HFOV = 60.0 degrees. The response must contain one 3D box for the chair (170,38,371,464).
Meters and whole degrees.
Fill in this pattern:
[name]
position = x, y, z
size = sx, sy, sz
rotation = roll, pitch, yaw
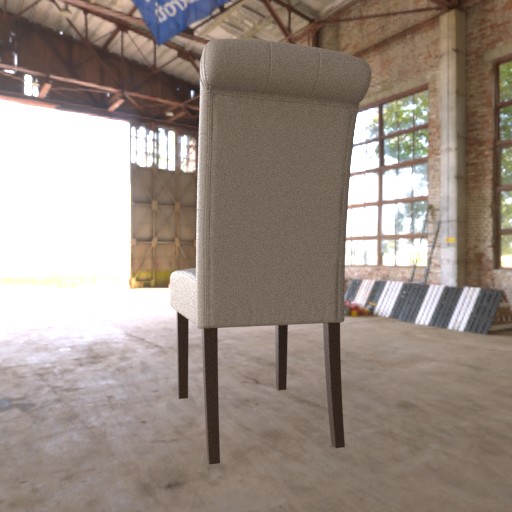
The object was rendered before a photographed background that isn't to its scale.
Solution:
[chair]
position = 0.000, 0.000, 1.334
size = 0.456, 1.006, 0.671
rotation = 0, 0, -16
